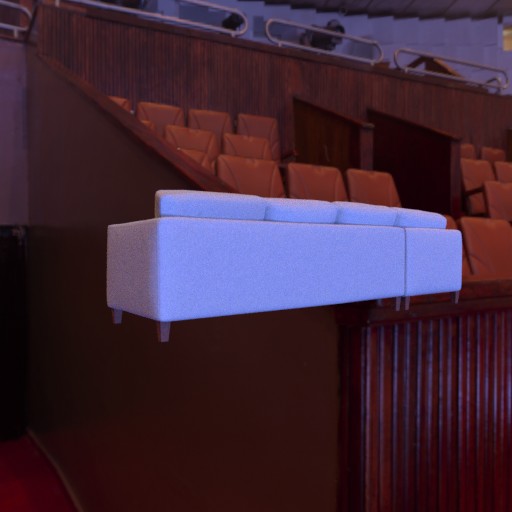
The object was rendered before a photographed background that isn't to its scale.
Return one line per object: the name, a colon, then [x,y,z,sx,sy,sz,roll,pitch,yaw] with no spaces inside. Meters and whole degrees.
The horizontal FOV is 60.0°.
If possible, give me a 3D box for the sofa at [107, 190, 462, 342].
sofa: [0.000,0.000,4.505,3.301,0.947,2.592,-1,1,-36]
